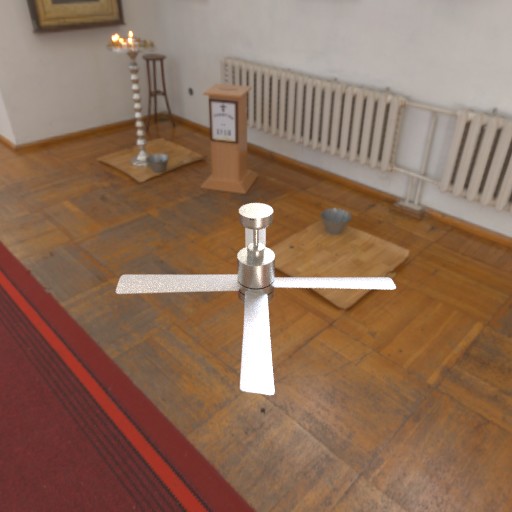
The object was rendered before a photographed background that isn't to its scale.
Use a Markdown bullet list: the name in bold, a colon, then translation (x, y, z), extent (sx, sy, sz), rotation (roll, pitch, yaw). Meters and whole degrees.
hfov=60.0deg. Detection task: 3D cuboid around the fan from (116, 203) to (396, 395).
- **fan**: translation (0.000, 0.000, 2.356), extent (1.525, 0.539, 1.525), rotation (0, 33, 0)
